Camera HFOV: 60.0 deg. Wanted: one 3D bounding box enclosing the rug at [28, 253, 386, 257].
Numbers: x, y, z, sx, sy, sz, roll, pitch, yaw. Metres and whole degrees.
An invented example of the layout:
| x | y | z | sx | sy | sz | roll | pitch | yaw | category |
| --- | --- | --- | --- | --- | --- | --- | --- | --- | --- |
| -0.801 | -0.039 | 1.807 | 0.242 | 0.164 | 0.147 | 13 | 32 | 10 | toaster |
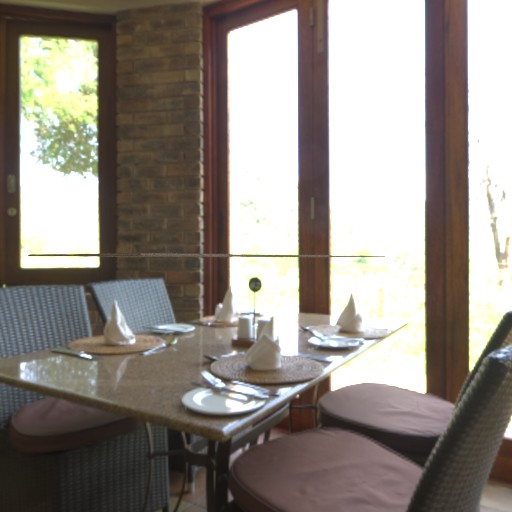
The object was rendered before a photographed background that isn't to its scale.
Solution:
| x | y | z | sx | sy | sz | roll | pitch | yaw | category |
| --- | --- | --- | --- | --- | --- | --- | --- | --- | --- |
| 0.000 | 0.000 | 2.730 | 0.767 | 0.012 | 2.430 | 0 | 0 | 36 | rug |
